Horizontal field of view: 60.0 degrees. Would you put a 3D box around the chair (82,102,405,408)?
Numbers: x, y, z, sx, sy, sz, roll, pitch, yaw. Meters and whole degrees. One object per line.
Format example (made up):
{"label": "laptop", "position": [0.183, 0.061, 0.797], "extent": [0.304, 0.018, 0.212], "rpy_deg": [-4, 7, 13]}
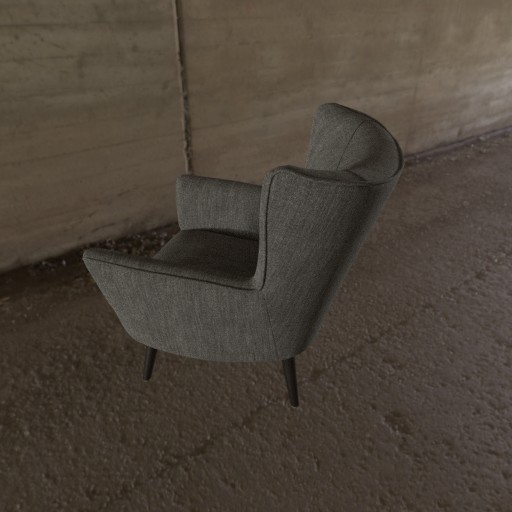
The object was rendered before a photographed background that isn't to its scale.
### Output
{"label": "chair", "position": [0.000, 0.000, 1.575], "extent": [0.888, 0.933, 0.781], "rpy_deg": [8, 31, 14]}
